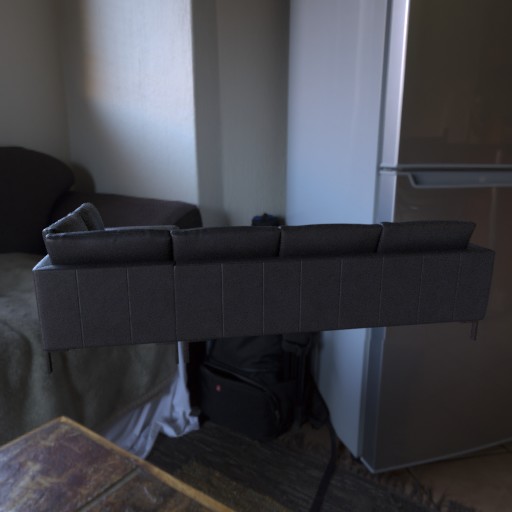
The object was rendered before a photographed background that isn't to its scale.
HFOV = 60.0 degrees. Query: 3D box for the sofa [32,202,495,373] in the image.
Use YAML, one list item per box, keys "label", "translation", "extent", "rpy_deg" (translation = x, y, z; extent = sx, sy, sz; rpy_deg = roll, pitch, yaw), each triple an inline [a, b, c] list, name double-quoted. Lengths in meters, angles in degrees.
- label: "sofa"
  translation: [0.000, 0.000, 3.721]
  extent: [2.984, 0.877, 1.938]
  rpy_deg: [-2, 15, -9]
